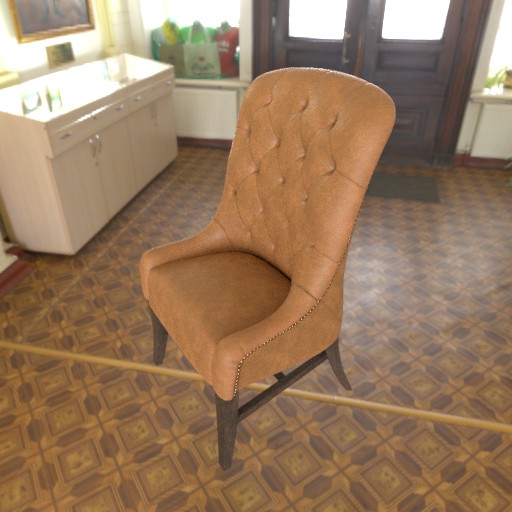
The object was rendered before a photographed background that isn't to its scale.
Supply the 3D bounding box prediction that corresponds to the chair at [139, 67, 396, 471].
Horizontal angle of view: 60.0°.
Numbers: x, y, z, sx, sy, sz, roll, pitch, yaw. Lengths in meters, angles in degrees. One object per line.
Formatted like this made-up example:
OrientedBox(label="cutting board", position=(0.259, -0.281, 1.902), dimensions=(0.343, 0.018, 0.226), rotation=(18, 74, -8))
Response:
OrientedBox(label="chair", position=(0.000, 0.000, 1.460), dimensions=(0.629, 1.091, 0.634), rotation=(-19, 36, -28))
